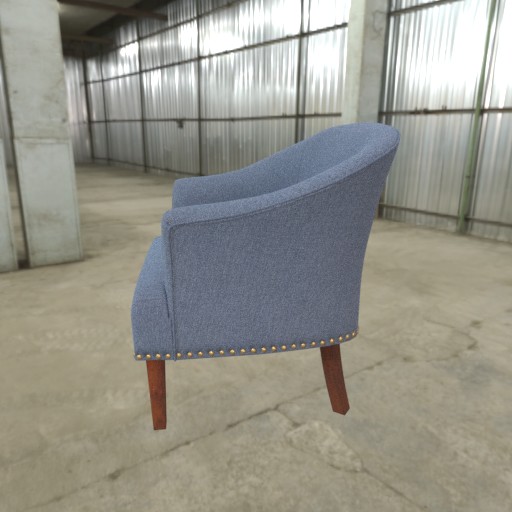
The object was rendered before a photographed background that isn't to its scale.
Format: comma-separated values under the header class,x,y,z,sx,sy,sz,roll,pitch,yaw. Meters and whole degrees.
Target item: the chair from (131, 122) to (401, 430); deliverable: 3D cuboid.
class,x,y,z,sx,sy,sz,roll,pitch,yaw
chair,0.000,0.000,1.407,0.704,0.815,0.772,-2,16,-8
